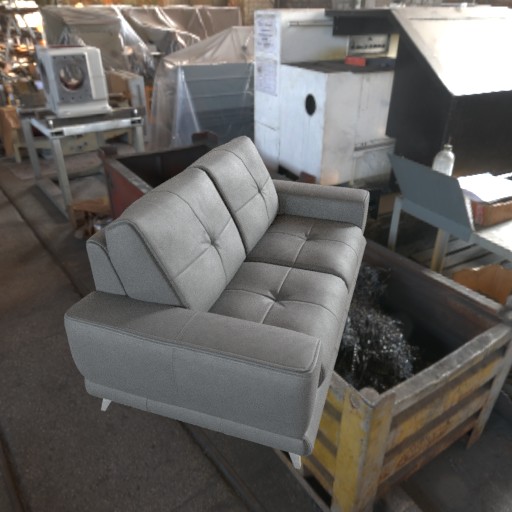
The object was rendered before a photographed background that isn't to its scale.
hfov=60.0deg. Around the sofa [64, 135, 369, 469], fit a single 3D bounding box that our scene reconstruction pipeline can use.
[{"bbox_3d":[0.000,0.000,2.338,1.018,0.907,1.806,9,31,16],"label":"sofa"}]
